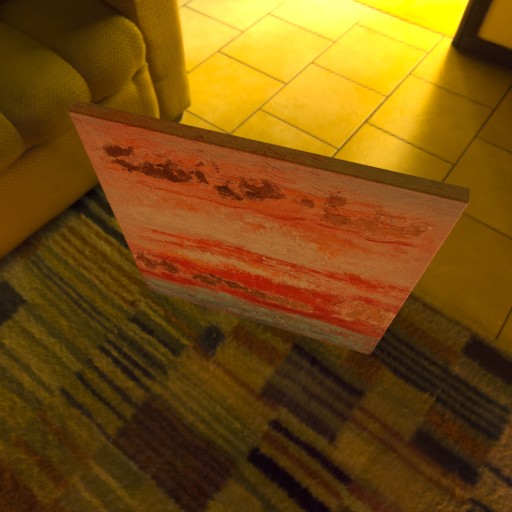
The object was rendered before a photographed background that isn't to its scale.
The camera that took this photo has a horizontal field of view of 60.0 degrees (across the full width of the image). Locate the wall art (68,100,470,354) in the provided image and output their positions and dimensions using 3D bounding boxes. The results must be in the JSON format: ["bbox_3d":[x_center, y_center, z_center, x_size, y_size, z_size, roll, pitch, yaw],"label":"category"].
[{"bbox_3d":[0.000,0.000,1.114,0.747,0.747,0.035,15,59,9],"label":"wall art"}]
